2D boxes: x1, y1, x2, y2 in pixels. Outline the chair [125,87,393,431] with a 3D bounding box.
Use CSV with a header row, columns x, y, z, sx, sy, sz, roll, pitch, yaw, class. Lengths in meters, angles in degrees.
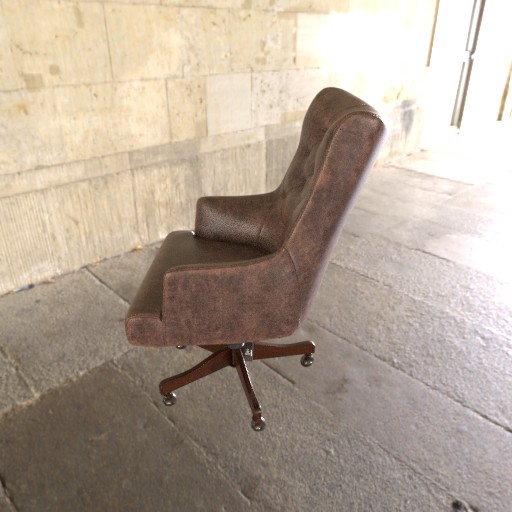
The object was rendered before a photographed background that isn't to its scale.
x,y,z,sx,sy,sz,roll,pitch,yaw,class
0.000,0.000,1.516,0.762,1.035,0.641,1,26,1,chair
